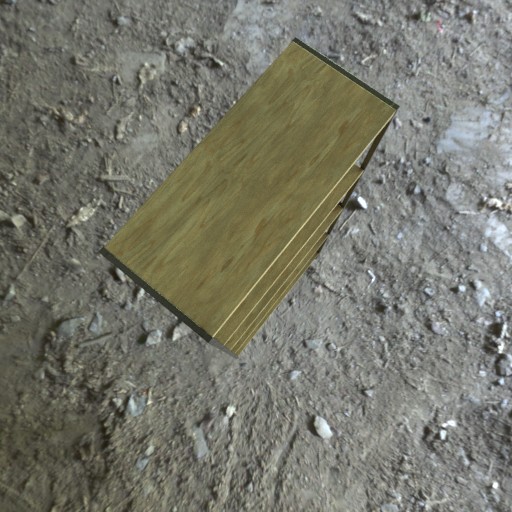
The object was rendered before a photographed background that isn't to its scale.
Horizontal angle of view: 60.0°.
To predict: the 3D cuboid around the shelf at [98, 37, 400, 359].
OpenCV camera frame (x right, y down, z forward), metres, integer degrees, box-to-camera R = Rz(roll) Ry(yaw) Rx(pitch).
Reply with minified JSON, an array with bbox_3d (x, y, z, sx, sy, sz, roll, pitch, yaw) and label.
[{"bbox_3d":[0.000,0.000,2.117,0.386,1.803,0.874,38,79,9],"label":"shelf"}]
